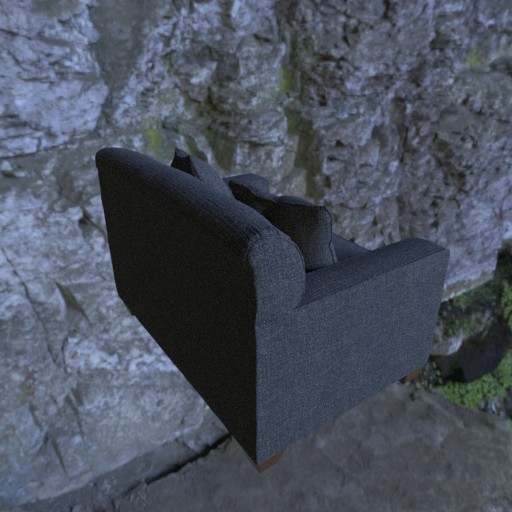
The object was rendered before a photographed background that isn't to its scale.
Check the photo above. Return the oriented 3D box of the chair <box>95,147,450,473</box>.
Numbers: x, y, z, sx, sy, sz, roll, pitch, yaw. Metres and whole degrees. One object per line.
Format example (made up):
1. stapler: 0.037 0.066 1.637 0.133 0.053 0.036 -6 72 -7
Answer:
1. chair: 0.000 0.000 2.075 1.000 0.948 1.383 -17 30 -31
